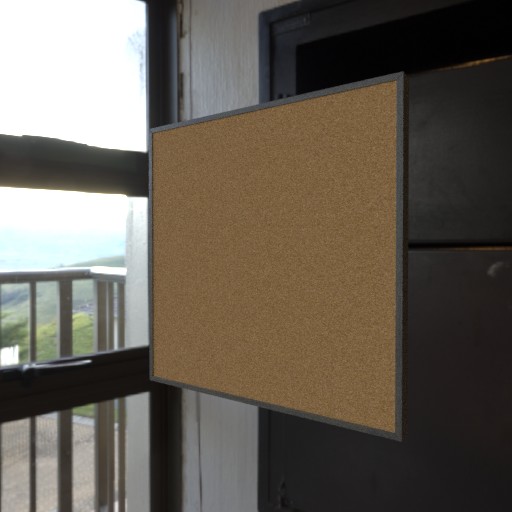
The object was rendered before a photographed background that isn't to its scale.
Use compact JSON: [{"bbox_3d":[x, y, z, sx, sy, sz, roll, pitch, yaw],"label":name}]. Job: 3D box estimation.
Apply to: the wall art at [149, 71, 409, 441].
[{"bbox_3d":[0.000,0.000,1.139,0.758,0.758,0.039,1,1,35],"label":"wall art"}]
